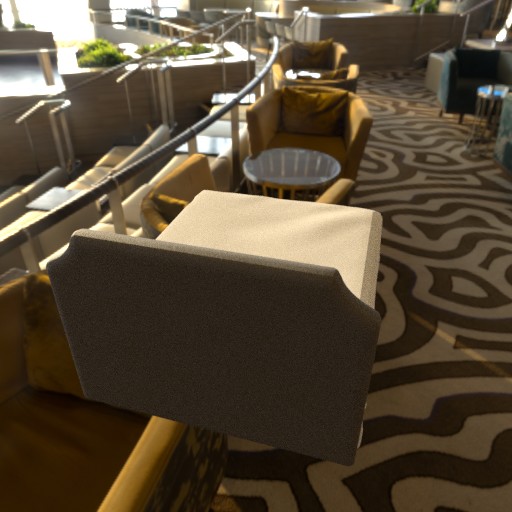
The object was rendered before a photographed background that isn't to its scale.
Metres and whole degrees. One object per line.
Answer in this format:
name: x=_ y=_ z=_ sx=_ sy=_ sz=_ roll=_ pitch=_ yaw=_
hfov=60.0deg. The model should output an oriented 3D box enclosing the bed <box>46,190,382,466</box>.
bed: x=0.000 y=0.000 z=3.865 sx=2.194 sy=1.561 sz=2.536 roll=9 pitch=34 yaw=14
